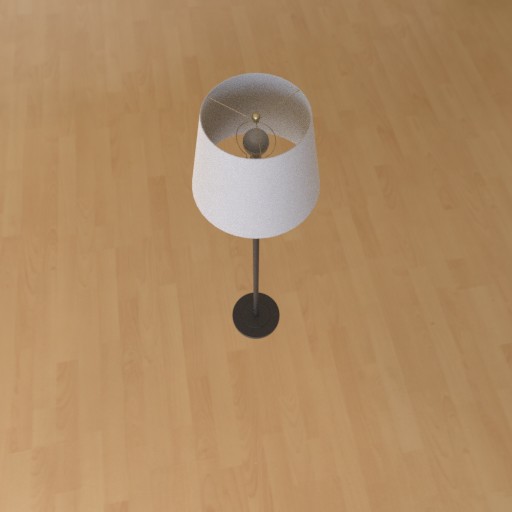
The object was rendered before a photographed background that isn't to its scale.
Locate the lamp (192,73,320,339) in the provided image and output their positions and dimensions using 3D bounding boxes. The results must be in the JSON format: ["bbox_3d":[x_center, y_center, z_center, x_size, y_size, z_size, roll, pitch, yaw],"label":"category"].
[{"bbox_3d":[0.000,0.000,1.639,0.348,1.473,0.348,-33,69,-14],"label":"lamp"}]
